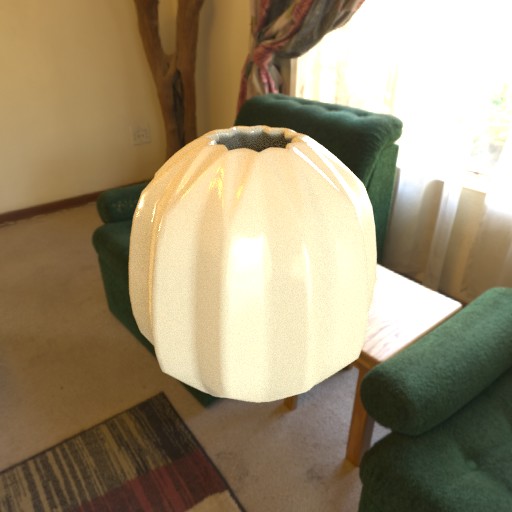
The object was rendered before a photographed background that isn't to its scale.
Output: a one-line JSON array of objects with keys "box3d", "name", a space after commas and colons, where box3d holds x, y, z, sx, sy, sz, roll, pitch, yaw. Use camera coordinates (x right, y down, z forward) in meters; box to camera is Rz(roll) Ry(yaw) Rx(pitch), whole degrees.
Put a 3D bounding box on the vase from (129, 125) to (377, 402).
[{"box3d": [0.000, 0.000, 0.250, 0.139, 0.134, 0.139, 0, 29, 0], "name": "vase"}]
